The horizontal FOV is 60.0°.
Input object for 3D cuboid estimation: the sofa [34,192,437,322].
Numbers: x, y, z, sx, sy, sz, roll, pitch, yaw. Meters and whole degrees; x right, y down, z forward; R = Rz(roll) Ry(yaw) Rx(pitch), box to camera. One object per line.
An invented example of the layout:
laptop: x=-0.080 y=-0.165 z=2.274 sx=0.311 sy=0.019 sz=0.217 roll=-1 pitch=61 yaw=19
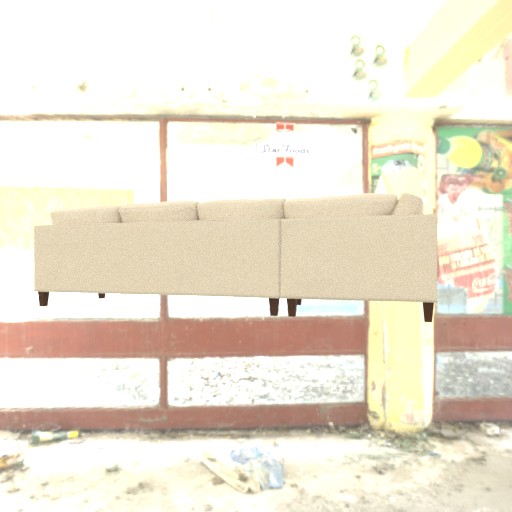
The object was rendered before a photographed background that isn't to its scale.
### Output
sofa: x=0.000 y=0.000 z=4.391 sx=3.182 sy=0.863 sz=2.432 roll=0 pitch=0 yaw=18
